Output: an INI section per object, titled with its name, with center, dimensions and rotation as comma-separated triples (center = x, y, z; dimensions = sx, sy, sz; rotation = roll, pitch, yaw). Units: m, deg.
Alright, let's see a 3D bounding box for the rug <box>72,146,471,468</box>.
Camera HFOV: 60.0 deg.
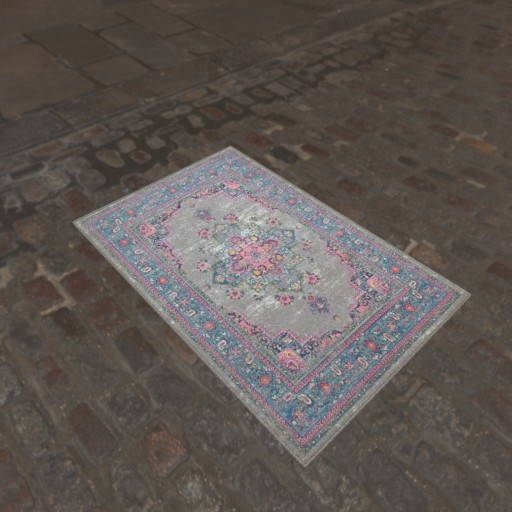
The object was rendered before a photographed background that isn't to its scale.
[rug]
center = 0.000, 0.000, 2.252
dimensions = 1.144, 0.014, 1.748
rotation = -33, 54, -28
